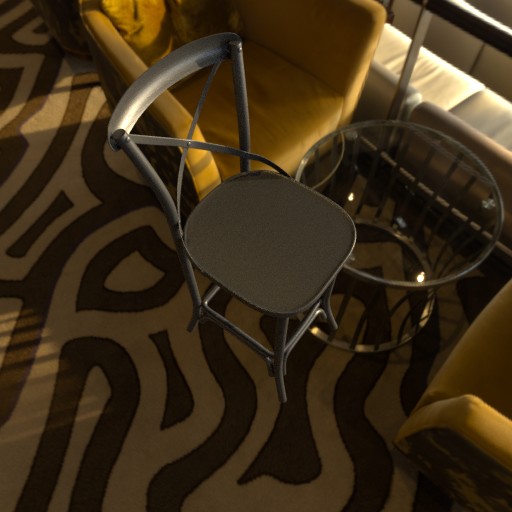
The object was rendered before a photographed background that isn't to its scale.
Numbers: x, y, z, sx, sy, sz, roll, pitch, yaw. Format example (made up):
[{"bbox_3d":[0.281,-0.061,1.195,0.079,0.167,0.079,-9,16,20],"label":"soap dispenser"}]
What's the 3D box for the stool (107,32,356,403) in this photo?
[{"bbox_3d":[0.000,0.000,1.433,0.584,1.168,0.457,33,65,18],"label":"stool"}]
